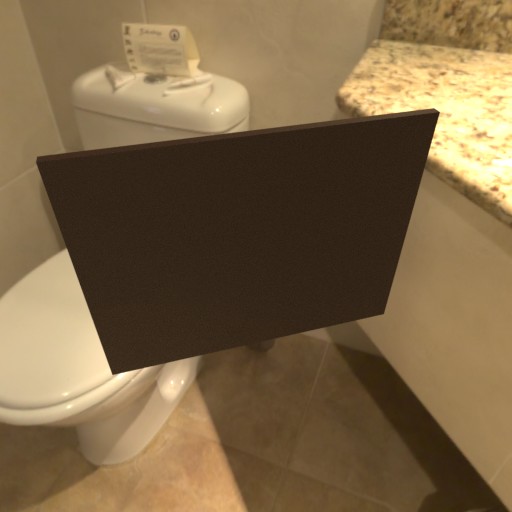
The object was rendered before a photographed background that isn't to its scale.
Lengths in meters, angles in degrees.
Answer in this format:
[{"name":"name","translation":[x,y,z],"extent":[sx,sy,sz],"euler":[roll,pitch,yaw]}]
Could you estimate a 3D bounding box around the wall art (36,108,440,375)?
[{"name":"wall art","translation":[0.000,0.000,1.606],"extent":[1.207,0.952,0.034],"euler":[-10,42,-12]}]
